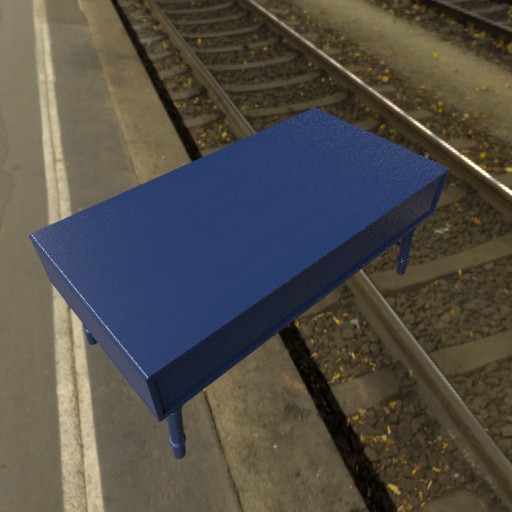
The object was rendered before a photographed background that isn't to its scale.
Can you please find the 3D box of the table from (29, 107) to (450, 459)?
[{"bbox_3d":[0.000,0.000,1.388,1.067,0.457,0.572,-32,52,-29],"label":"table"}]
